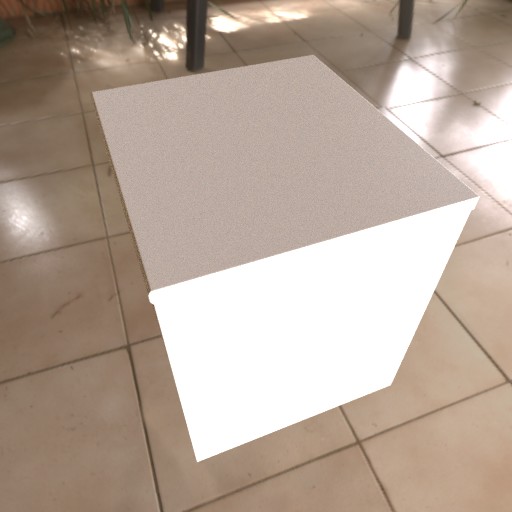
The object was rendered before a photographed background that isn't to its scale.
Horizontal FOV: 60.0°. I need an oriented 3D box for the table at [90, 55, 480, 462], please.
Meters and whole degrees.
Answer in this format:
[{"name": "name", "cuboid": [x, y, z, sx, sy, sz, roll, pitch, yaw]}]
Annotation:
[{"name": "table", "cuboid": [0.000, 0.000, 0.755, 0.380, 0.460, 0.420, -16, 49, -15]}]
